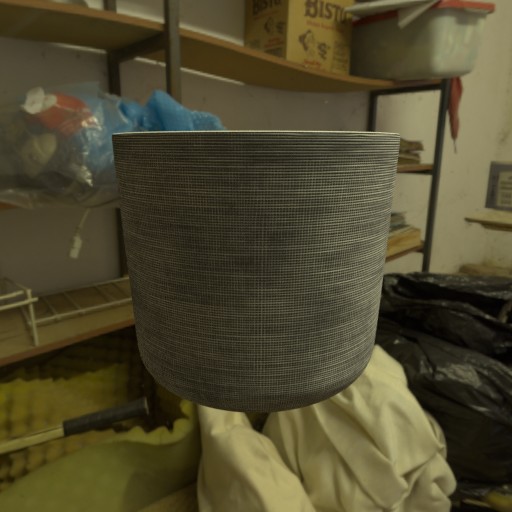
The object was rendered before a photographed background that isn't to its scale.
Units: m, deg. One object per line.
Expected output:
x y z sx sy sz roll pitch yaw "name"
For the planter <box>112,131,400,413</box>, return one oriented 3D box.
0.000 0.000 0.756 0.440 0.398 0.440 0 14 0 "planter"
